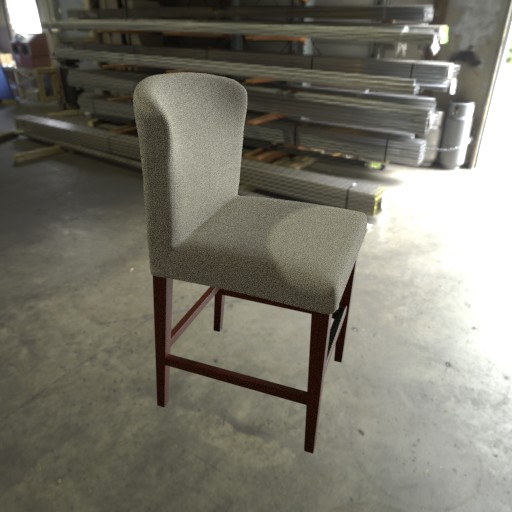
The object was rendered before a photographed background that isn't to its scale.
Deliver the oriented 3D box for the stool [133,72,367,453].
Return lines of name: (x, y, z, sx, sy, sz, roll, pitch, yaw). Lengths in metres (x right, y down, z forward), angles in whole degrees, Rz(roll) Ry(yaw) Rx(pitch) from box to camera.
stool: (0.000, 0.000, 1.295, 0.568, 0.969, 0.481, 10, 30, 18)
